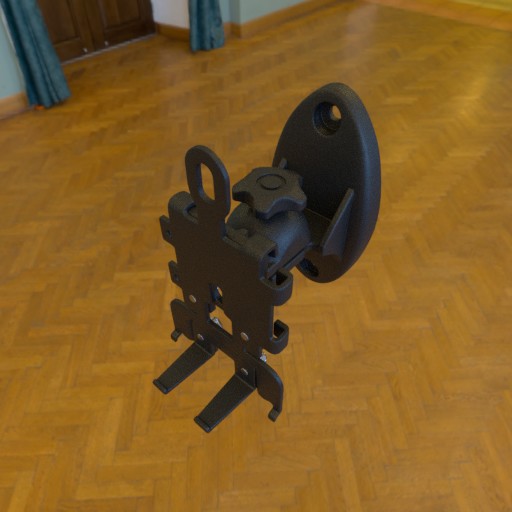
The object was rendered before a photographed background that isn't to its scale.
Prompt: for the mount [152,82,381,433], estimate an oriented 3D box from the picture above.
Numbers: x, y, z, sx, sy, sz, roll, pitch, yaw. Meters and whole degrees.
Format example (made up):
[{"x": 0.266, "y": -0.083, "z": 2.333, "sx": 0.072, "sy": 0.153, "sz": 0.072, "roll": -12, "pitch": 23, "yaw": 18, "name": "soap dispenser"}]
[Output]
[{"x": 0.000, "y": 0.000, "z": 0.177, "sx": 0.066, "sy": 0.118, "sz": 0.100, "roll": 31, "pitch": 52, "yaw": 28, "name": "mount"}]
